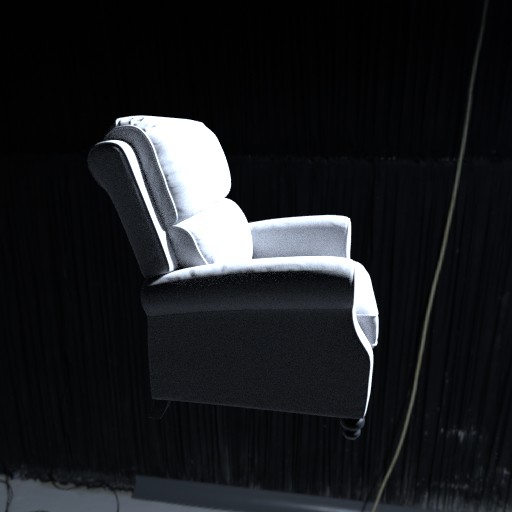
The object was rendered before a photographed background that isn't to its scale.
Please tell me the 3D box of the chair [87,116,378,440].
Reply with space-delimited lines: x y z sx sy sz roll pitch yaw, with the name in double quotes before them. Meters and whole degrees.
"chair" 0.000 0.000 1.751 0.919 1.046 0.859 3 16 10
